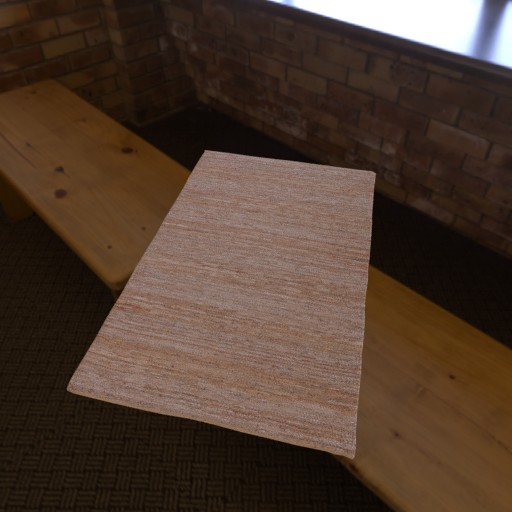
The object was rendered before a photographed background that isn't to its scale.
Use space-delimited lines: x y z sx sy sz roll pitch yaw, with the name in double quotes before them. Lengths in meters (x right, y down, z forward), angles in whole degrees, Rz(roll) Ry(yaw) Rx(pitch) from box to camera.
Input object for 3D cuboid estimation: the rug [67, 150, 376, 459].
"rug" 0.000 0.000 3.065 1.529 0.009 2.446 9 46 9
